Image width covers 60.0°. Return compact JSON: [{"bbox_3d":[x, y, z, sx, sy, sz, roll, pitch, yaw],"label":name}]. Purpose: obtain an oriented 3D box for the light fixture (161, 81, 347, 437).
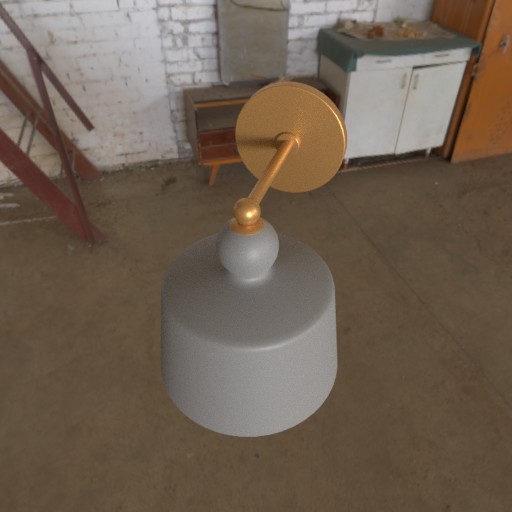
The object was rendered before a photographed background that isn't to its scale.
[{"bbox_3d":[0.000,0.000,0.452,0.204,0.268,0.254,12,42,14],"label":"light fixture"}]
